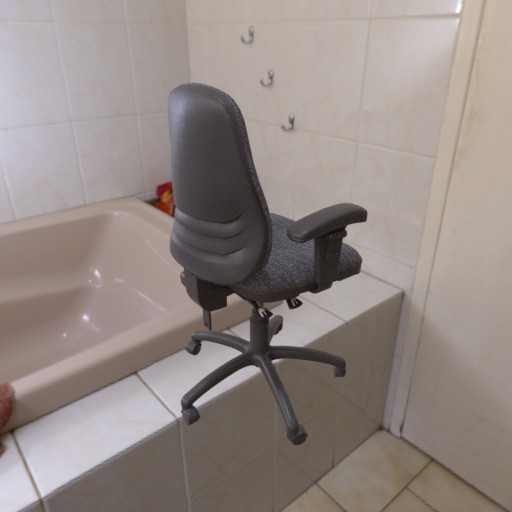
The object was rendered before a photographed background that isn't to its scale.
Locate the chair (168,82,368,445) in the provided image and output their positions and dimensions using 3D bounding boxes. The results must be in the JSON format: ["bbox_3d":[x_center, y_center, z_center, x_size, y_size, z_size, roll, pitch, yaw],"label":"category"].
[{"bbox_3d":[0.000,0.000,1.226,0.530,0.910,0.550,-19,32,-33],"label":"chair"}]
